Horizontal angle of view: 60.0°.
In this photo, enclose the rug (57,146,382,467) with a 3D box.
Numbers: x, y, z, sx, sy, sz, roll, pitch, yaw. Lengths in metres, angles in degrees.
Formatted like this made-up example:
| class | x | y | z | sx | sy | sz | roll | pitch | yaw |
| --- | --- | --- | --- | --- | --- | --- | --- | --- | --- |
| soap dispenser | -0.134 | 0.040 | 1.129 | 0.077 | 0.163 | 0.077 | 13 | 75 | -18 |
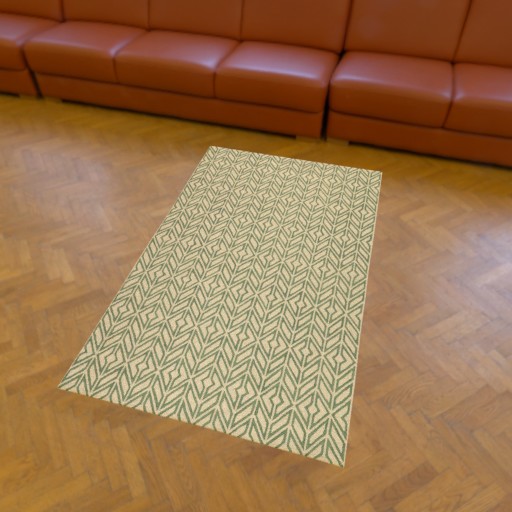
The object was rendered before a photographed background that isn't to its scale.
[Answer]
| class | x | y | z | sx | sy | sz | roll | pitch | yaw |
| --- | --- | --- | --- | --- | --- | --- | --- | --- | --- |
| rug | 0.000 | 0.000 | 3.021 | 1.517 | 0.011 | 2.435 | 11 | 47 | 11 |
